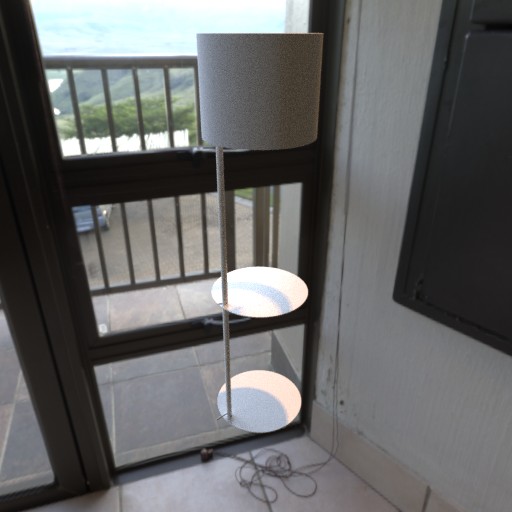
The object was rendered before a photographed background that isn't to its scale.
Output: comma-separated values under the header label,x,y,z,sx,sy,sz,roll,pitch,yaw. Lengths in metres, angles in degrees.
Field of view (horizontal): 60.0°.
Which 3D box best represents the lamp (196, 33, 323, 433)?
label,x,y,z,sx,sy,sz,roll,pitch,yaw
lamp,0.000,0.000,1.631,0.405,1.465,0.372,-18,32,-31
